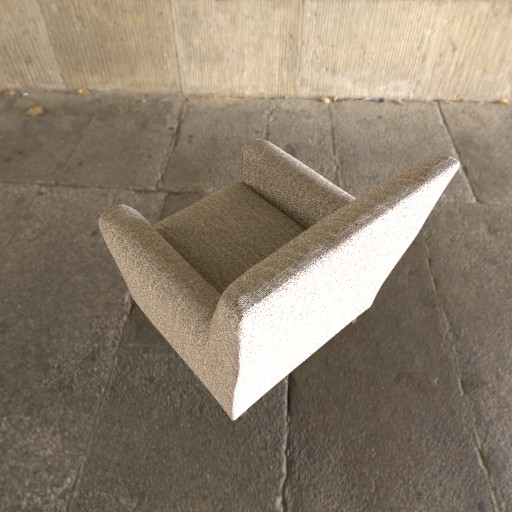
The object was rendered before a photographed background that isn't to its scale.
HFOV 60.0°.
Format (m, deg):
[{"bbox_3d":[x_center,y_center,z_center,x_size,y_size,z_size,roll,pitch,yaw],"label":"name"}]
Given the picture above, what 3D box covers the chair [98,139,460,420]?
[{"bbox_3d":[0.000,0.000,1.672,0.864,0.928,0.873,-33,55,-27],"label":"chair"}]
